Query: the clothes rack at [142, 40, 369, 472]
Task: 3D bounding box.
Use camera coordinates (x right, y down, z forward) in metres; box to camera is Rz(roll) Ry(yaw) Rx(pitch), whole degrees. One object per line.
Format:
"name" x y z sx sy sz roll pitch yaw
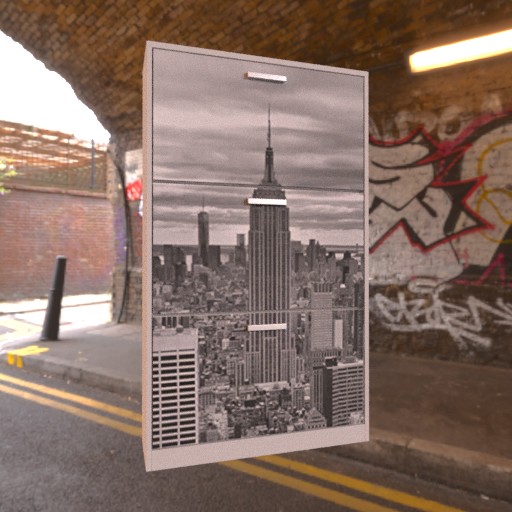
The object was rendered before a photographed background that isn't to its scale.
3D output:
"clothes rack" 0.000 0.000 1.532 0.750 1.280 0.250 0 0 -17
